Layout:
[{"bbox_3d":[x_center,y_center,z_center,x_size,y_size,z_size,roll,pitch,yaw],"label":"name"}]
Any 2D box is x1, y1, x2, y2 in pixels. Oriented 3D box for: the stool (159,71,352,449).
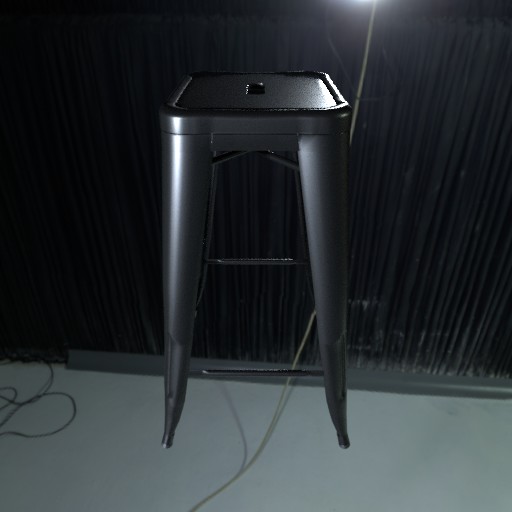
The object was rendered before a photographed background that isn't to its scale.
[{"bbox_3d":[0.000,0.000,0.838,0.359,0.609,0.399,0,32,0],"label":"stool"}]
